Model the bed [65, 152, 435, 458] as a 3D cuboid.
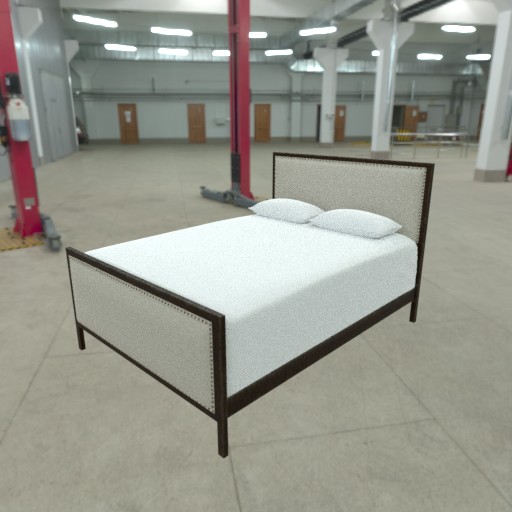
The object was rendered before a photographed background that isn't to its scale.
[{"bbox_3d":[0.000,0.000,3.307,1.607,1.313,2.221,16,24,41],"label":"bed"}]
